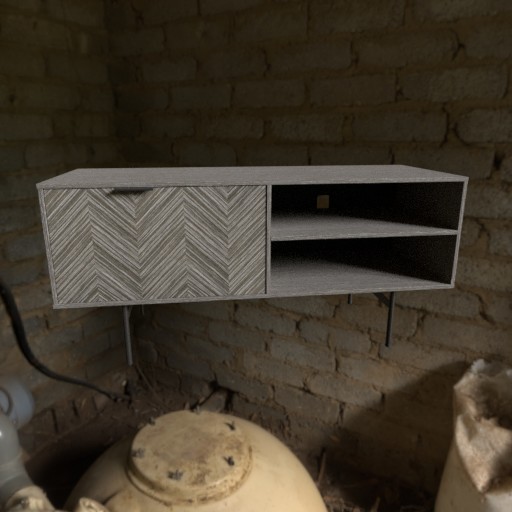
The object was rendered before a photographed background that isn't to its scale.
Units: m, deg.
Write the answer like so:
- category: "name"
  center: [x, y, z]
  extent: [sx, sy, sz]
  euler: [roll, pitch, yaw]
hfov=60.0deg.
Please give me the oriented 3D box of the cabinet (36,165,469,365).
- category: "cabinet"
  center: [0.000, 0.000, 1.618]
  extent: [1.300, 0.599, 0.500]
  euler: [-2, 16, -8]
